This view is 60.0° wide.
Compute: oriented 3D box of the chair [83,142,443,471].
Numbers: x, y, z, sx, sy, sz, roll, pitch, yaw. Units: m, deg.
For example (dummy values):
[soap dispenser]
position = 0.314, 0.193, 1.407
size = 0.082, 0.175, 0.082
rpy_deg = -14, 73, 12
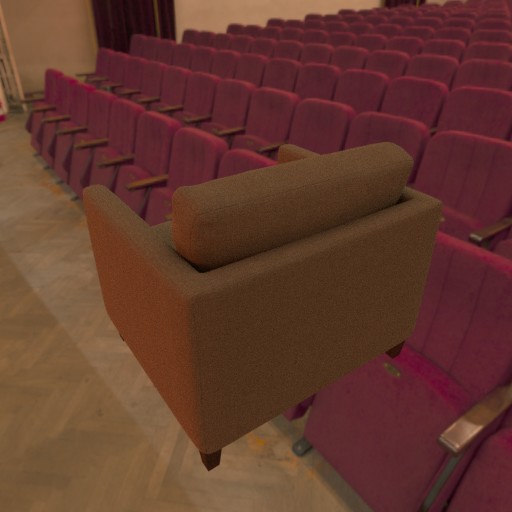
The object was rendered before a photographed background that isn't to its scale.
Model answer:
[chair]
position = 0.000, 0.000, 1.844
size = 1.107, 0.963, 0.959
rpy_deg = -20, 36, -30
